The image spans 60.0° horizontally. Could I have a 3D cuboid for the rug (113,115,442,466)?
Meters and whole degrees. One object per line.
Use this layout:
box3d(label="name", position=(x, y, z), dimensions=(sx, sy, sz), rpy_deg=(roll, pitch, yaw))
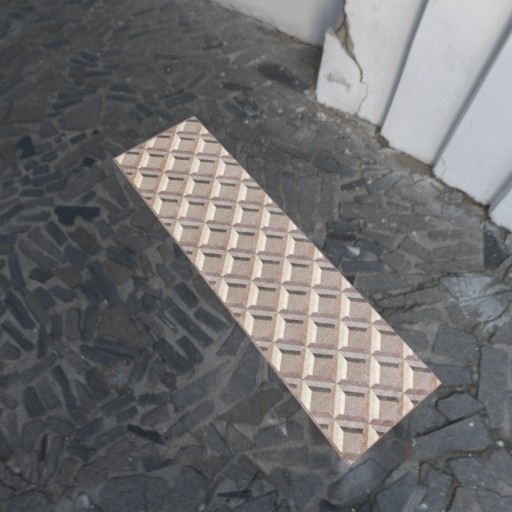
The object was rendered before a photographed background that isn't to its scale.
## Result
box3d(label="rug", position=(0.000, 0.000, 2.742), dimensions=(0.685, 0.013, 2.437), rpy_deg=(-34, 67, -16))
